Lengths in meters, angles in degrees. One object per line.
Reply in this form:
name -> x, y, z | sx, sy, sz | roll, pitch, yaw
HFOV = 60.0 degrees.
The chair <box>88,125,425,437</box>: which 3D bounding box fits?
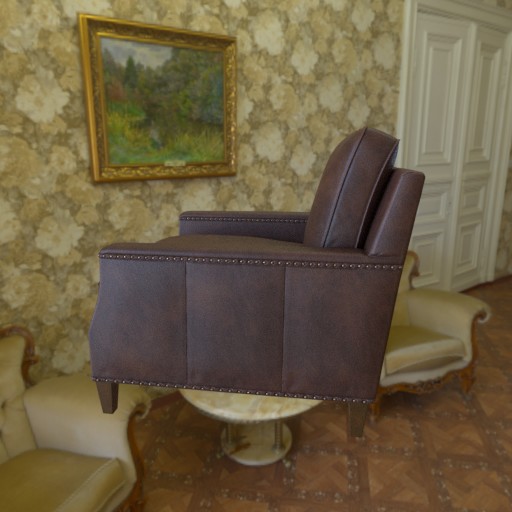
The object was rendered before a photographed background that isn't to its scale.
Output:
chair -> 0.000, 0.000, 1.693 | 1.014, 0.929, 0.853 | 2, 14, 8
